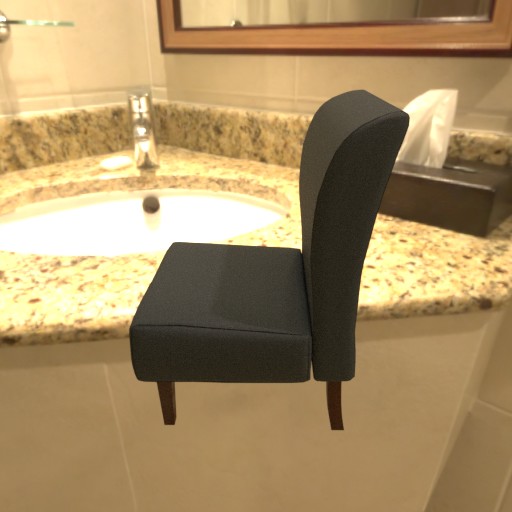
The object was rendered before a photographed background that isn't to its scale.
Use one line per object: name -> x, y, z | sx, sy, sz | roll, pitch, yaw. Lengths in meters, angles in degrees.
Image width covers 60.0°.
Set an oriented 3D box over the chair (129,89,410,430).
chair -> 0.000, 0.000, 1.188 | 0.592, 0.804, 0.513 | 0, 26, 1
